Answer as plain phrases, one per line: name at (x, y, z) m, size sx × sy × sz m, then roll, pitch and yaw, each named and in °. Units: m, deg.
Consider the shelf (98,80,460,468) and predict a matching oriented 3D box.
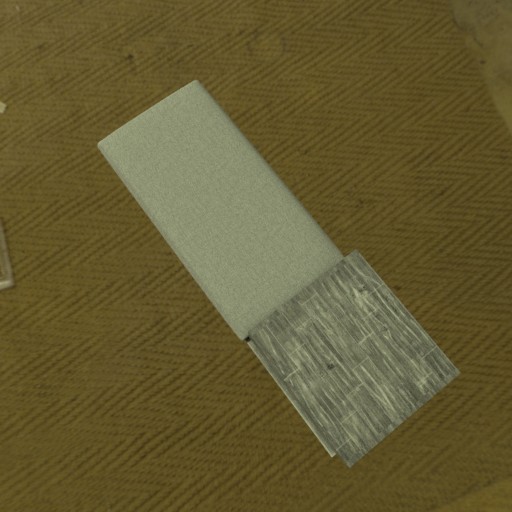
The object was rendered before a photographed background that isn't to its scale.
shelf at (0.000, 0.000, 1.611) m, size 0.457 × 0.633 × 1.342 m, roll -36°, pitch 79°, yaw -8°
